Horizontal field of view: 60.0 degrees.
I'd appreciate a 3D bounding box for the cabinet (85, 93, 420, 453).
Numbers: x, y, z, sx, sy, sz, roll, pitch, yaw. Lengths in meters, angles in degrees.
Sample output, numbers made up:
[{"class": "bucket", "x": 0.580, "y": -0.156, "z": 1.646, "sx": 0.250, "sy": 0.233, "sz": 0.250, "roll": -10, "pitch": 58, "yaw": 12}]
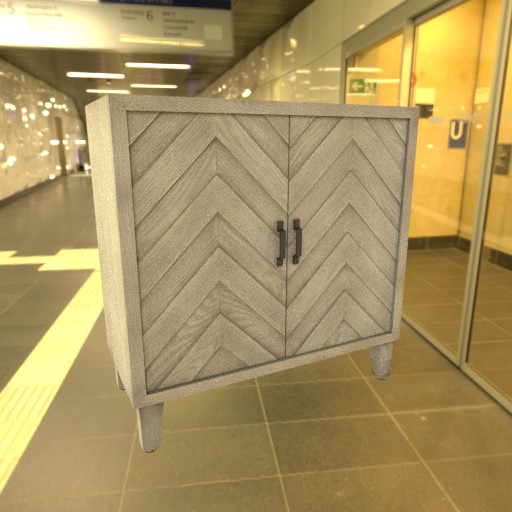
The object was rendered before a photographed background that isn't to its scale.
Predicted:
[{"class": "cabinet", "x": 0.000, "y": 0.000, "z": 1.229, "sx": 0.781, "sy": 0.787, "sz": 0.370, "roll": -7, "pitch": 16, "yaw": -26}]
